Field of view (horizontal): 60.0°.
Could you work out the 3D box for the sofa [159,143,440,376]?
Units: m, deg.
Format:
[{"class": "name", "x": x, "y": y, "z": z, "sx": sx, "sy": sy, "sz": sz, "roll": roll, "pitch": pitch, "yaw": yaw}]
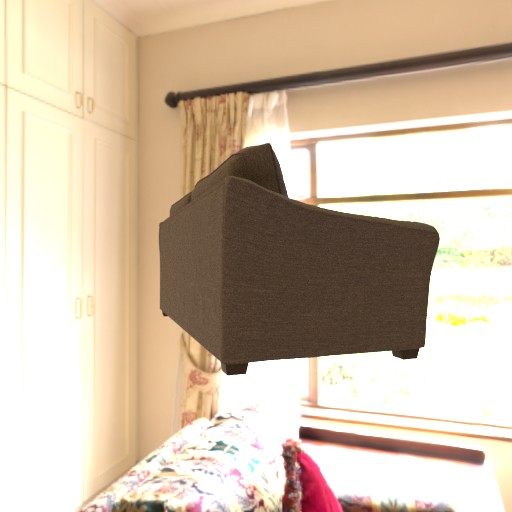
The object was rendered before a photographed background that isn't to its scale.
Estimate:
[{"class": "sofa", "x": 0.000, "y": 0.000, "z": 2.811, "sx": 0.971, "sy": 0.950, "sz": 2.270, "roll": 0, "pitch": -1, "yaw": -19}]
